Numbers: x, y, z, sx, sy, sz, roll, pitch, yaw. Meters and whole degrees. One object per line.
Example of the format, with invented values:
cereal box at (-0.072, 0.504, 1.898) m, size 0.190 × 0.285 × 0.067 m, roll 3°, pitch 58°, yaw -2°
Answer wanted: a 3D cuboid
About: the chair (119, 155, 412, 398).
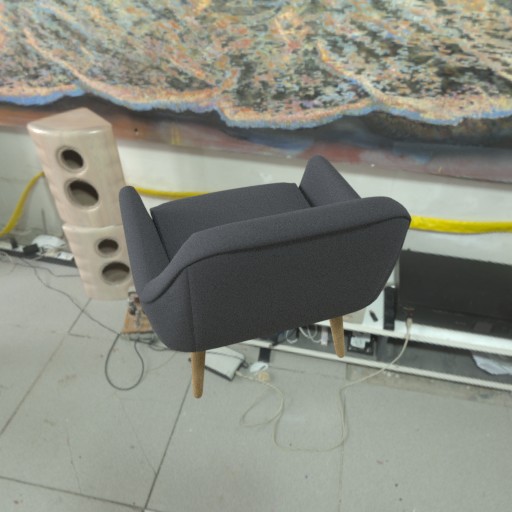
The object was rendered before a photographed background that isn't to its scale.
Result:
chair at (0.000, 0.000, 1.423) m, size 0.770 × 0.800 × 0.779 m, roll -12°, pitch 42°, yaw -14°
